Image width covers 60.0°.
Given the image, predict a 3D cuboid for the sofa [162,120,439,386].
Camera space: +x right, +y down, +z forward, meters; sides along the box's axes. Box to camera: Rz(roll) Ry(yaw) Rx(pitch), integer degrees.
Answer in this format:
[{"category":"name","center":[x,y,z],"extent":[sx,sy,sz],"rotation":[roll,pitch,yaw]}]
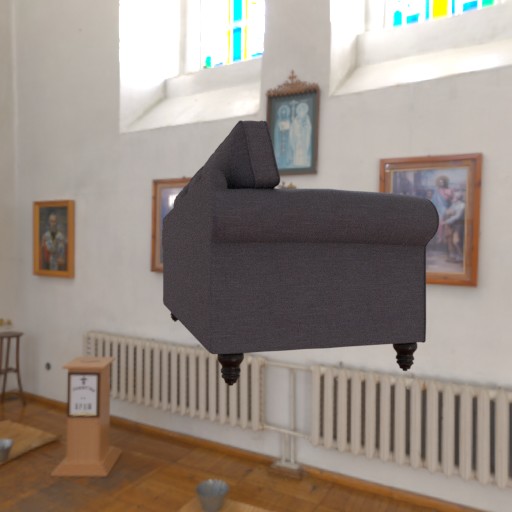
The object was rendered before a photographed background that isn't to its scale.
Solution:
[{"category":"sofa","center":[0.000,0.000,2.583],"extent":[0.909,0.966,2.084],"rotation":[0,-1,-17]}]
